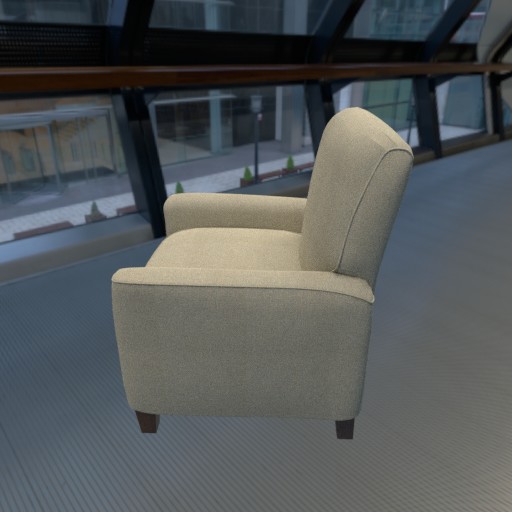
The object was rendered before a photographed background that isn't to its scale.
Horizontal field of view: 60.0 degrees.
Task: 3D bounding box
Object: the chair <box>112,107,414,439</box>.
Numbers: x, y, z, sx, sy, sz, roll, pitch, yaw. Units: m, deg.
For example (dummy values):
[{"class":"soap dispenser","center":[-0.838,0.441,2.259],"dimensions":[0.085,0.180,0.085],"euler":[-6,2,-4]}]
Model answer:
[{"class":"chair","center":[0.000,0.000,1.625],"dimensions":[0.853,1.006,0.850],"euler":[1,25,2]}]
